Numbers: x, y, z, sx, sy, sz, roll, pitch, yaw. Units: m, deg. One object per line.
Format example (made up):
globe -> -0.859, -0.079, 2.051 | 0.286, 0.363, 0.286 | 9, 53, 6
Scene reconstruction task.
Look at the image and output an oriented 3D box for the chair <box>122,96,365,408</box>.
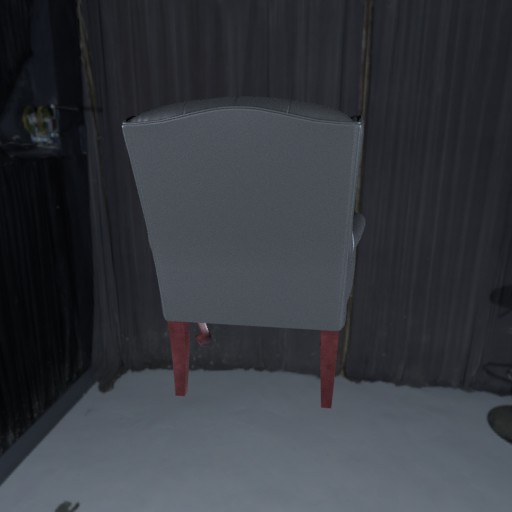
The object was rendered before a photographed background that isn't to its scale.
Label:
chair -> 0.000, 0.000, 1.691 | 0.838, 1.111, 0.762 | 2, 16, 8
